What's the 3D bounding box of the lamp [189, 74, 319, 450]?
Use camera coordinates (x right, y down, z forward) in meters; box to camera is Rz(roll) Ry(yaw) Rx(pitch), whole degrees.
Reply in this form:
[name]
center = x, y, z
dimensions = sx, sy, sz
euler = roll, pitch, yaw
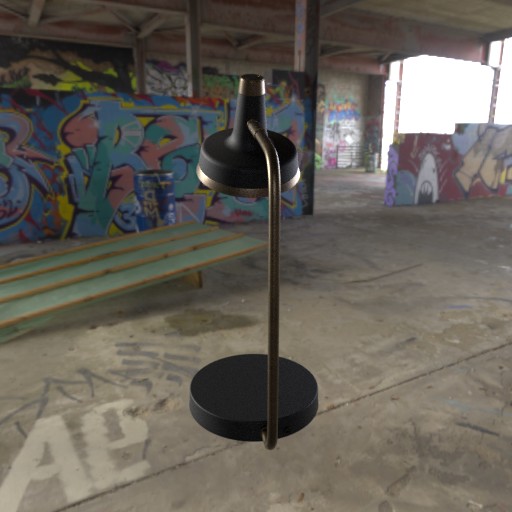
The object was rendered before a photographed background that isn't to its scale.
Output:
[lamp]
center = 0.000, 0.000, 0.495
dimensions = 0.162, 0.385, 0.218
euler = -2, 15, -9
